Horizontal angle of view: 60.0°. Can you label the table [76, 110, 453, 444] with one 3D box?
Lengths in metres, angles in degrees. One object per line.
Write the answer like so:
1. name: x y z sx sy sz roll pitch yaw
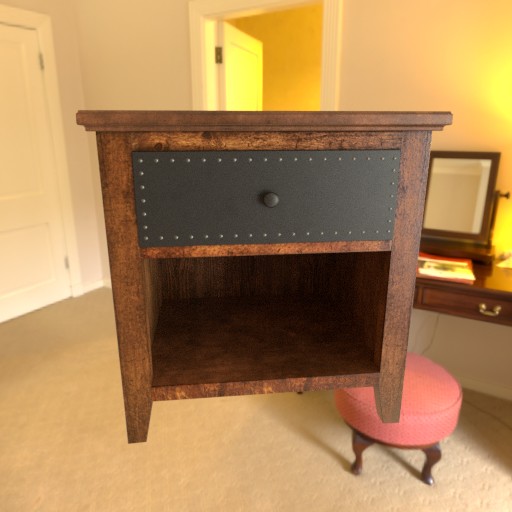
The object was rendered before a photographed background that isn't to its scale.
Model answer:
1. table: 0.000 0.000 0.978 0.586 0.597 0.461 -2 17 -6
